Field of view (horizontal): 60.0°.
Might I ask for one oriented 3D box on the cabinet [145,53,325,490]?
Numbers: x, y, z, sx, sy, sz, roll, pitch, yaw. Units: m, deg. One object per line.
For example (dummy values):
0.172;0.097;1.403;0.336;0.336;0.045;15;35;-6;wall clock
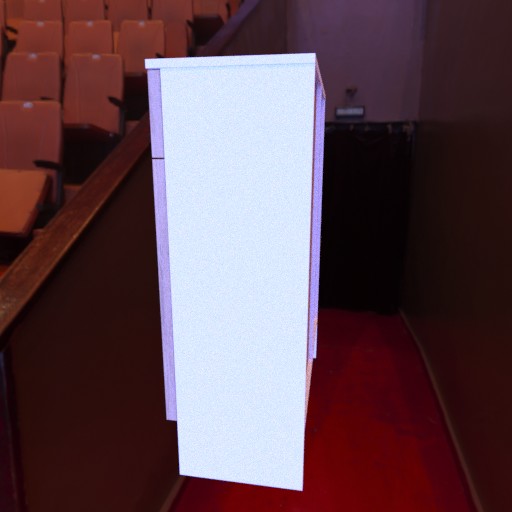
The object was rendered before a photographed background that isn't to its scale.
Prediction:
0.000;0.000;1.104;0.296;0.815;0.600;2;14;10;cabinet
